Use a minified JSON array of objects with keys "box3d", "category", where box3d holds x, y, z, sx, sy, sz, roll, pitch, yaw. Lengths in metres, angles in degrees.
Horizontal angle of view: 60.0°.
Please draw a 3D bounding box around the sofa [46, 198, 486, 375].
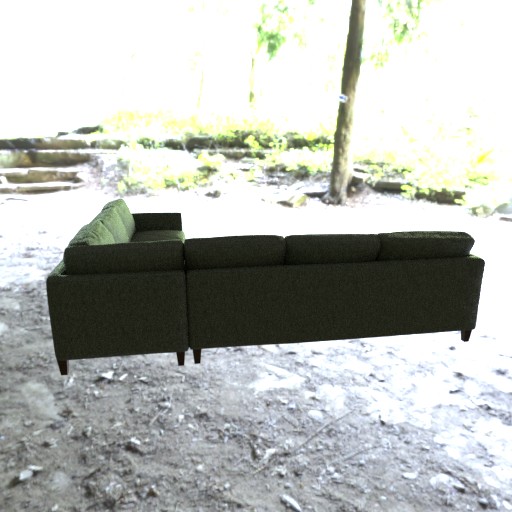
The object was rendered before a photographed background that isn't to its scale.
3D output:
[{"box3d":[0.000,0.000,4.468,3.302,0.947,2.593,-3,16,-9],"category":"sofa"}]
